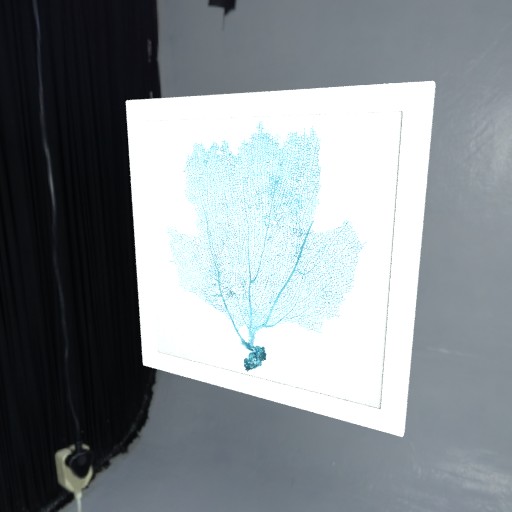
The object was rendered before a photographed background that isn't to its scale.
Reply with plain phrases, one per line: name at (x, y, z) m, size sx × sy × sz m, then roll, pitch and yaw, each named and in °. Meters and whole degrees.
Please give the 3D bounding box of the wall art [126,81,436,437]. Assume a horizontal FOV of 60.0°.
wall art at (0.000, 0.000, 0.840) m, size 0.584 × 0.584 × 0.013 m, roll 7°, pitch 15°, yaw 26°
